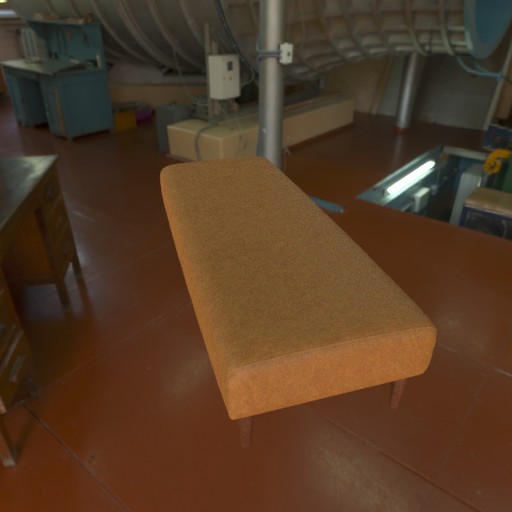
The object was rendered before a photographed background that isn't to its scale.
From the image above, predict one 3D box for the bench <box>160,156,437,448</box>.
[{"bbox_3d":[0.000,0.000,1.918,0.653,0.399,1.610,-9,32,-14],"label":"bench"}]
